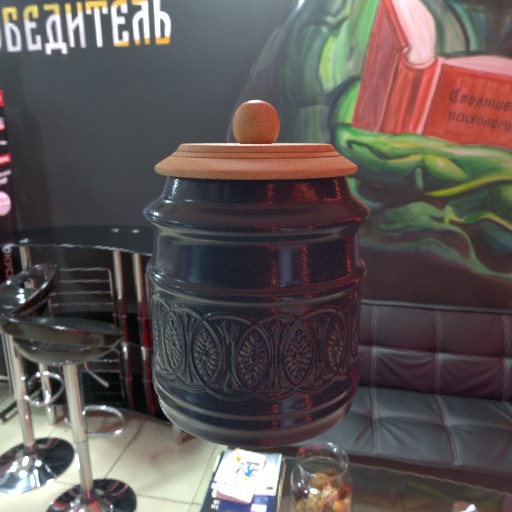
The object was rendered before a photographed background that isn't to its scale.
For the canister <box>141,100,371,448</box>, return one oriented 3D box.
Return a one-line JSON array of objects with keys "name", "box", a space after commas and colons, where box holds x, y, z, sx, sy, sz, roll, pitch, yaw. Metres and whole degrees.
[{"name": "canister", "box": [0.000, 0.000, 0.266, 0.130, 0.176, 0.130, 0, 15, 0]}]
